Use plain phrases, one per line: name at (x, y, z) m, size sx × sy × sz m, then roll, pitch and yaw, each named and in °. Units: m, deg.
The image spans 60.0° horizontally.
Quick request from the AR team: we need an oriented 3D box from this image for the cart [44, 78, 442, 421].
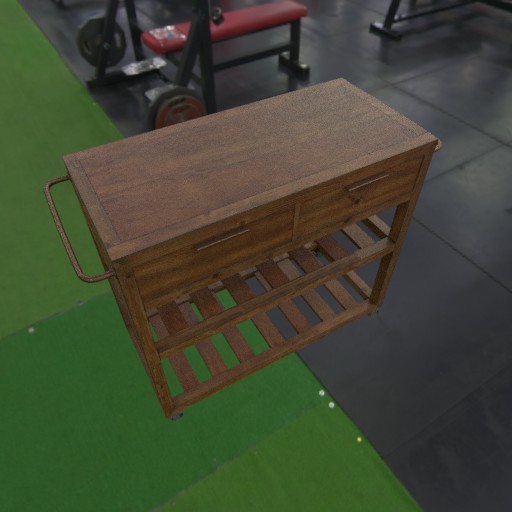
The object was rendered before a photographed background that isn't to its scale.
cart at (0.000, 0.000, 1.480) m, size 1.065 × 0.830 × 0.445 m, roll -23°, pitch 51°, yaw -20°
